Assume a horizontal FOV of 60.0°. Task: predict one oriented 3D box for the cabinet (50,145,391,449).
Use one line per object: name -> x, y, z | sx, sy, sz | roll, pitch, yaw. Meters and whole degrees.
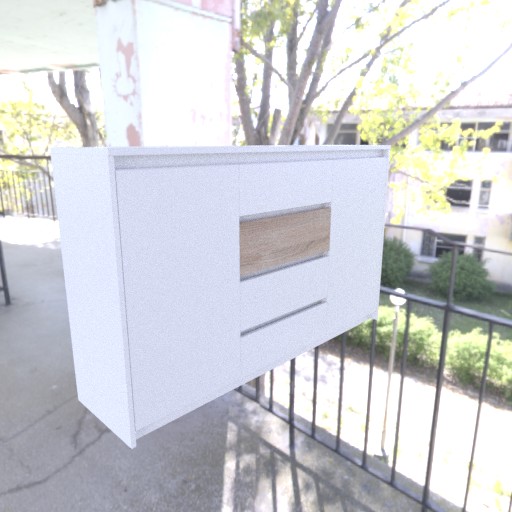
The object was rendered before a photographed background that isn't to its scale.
cabinet -> 0.000, 0.000, 1.869 | 0.380, 0.900, 1.450 | 14, 20, 43
